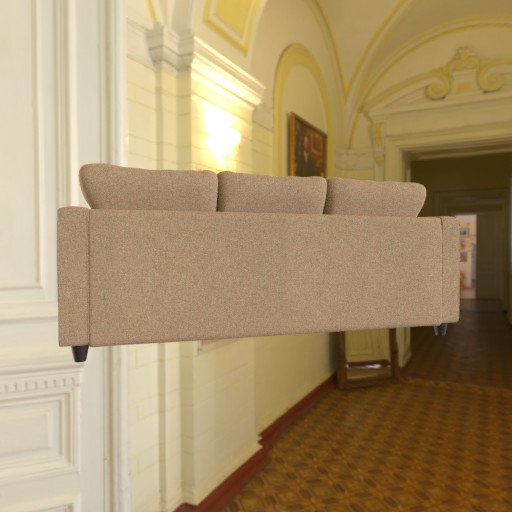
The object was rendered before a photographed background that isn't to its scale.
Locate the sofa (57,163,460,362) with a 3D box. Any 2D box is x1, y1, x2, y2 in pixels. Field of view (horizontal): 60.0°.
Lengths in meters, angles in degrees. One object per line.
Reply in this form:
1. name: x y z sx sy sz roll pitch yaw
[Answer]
1. sofa: 0.000 0.000 2.369 1.855 0.800 0.930 0 1 -18
